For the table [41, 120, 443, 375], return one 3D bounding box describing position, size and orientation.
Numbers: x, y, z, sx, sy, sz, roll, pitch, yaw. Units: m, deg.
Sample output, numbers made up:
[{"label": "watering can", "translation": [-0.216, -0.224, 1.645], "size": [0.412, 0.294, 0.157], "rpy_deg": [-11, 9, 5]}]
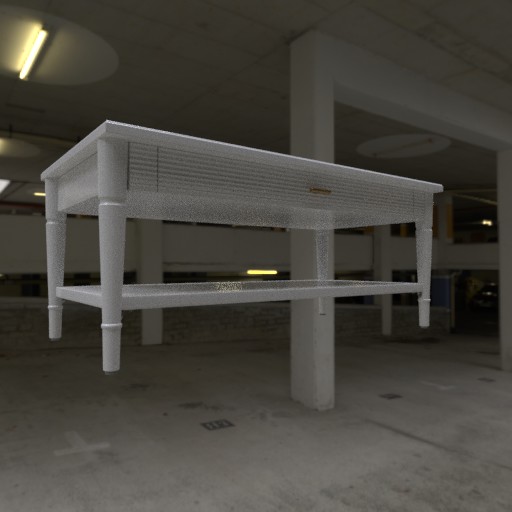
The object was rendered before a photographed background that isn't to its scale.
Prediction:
[{"label": "table", "translation": [0.000, 0.000, 1.313], "size": [1.067, 0.457, 0.559], "rpy_deg": [1, -1, -36]}]
